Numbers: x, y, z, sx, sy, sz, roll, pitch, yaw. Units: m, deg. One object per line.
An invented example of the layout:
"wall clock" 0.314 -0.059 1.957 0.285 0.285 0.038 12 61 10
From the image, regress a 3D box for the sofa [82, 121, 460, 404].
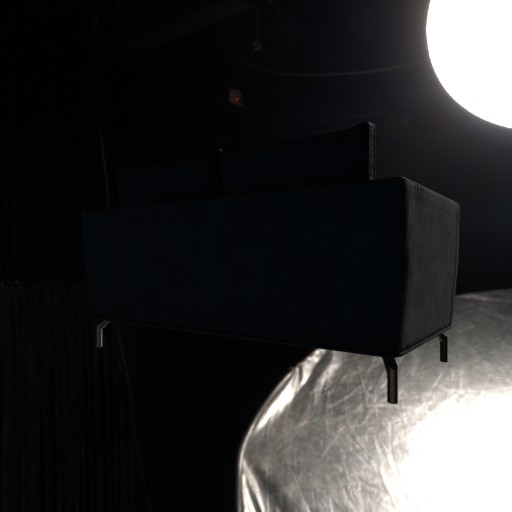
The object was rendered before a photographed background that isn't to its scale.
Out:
"sofa" 0.000 0.000 2.259 1.770 1.002 0.853 0 0 36
